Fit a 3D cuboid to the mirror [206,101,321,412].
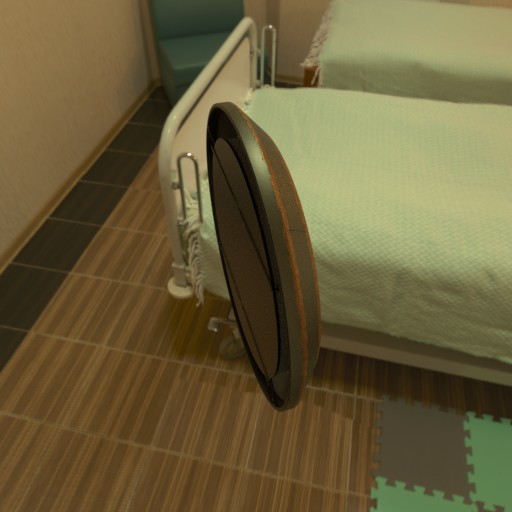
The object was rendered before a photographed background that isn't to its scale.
[{"bbox_3d":[0.000,0.000,1.360,0.111,0.907,0.907,-12,47,-12],"label":"mirror"}]
